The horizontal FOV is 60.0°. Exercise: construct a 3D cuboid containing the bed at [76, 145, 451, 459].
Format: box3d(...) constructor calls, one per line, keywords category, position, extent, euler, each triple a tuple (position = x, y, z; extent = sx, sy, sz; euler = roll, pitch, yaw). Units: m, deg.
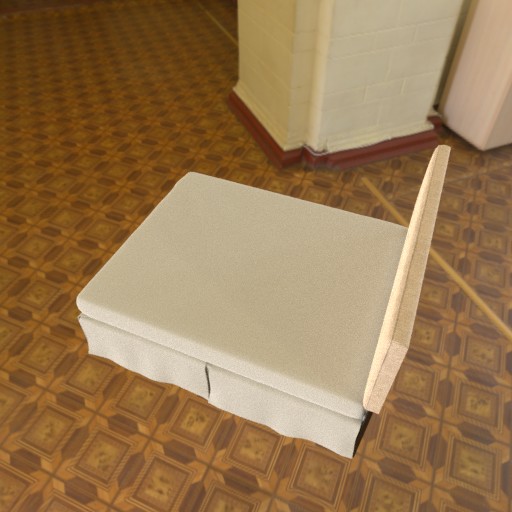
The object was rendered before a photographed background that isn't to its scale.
box3d(category="bed", position=(0.000, 0.000, 2.977), extent=(1.978, 1.270, 1.643), euler=(17, 48, 16))
